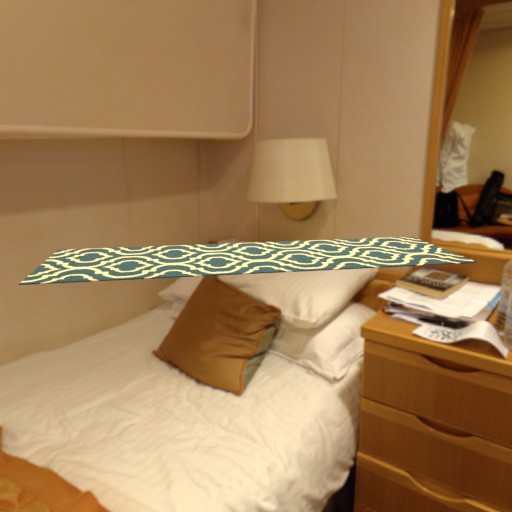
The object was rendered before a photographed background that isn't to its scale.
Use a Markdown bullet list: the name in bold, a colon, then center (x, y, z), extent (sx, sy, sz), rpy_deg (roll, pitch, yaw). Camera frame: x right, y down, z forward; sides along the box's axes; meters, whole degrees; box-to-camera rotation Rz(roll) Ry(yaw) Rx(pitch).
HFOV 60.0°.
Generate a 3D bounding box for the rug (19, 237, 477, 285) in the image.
- **rug**: center (0.000, 0.000, 2.523), extent (2.296, 0.006, 0.685), rpy_deg (-2, 14, -9)
